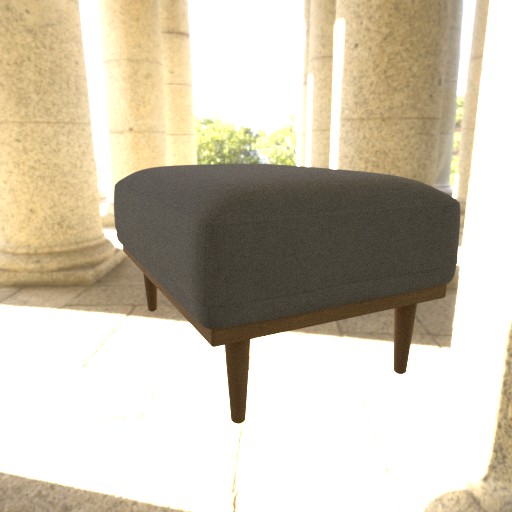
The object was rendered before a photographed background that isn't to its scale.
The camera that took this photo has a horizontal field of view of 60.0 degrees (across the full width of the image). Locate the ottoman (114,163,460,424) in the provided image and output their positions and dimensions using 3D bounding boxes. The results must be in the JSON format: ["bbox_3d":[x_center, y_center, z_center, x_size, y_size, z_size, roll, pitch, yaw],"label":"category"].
[{"bbox_3d":[0.000,0.000,1.082,0.549,0.428,0.749,-7,16,-26],"label":"ottoman"}]
